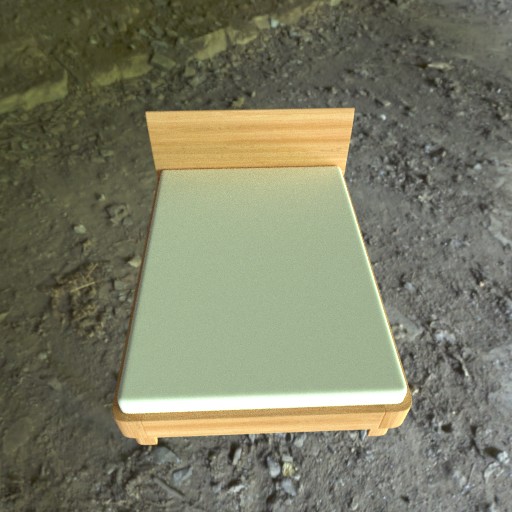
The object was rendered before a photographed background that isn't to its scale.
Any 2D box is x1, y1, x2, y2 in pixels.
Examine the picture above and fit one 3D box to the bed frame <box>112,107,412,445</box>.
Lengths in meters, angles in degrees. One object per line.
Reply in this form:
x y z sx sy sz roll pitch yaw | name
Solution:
0.000 0.000 2.756 1.472 0.940 1.992 -2 45 -2 | bed frame
